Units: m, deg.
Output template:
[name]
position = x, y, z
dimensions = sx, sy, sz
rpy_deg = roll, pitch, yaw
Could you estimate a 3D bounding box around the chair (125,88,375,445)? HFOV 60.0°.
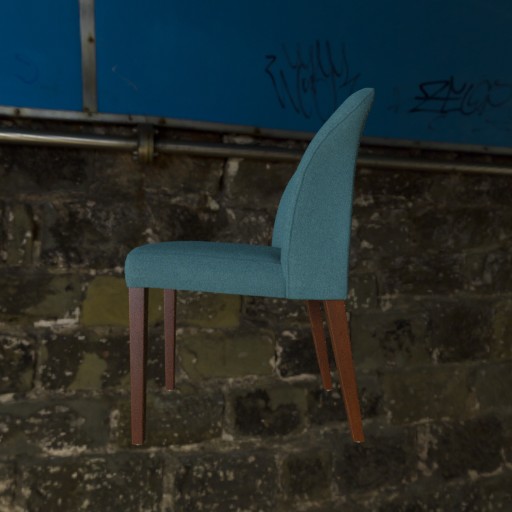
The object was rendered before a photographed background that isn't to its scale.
[chair]
position = 0.000, 0.000, 1.246
dimensions = 0.620, 0.879, 0.507
rpy_deg = 0, 0, -1
